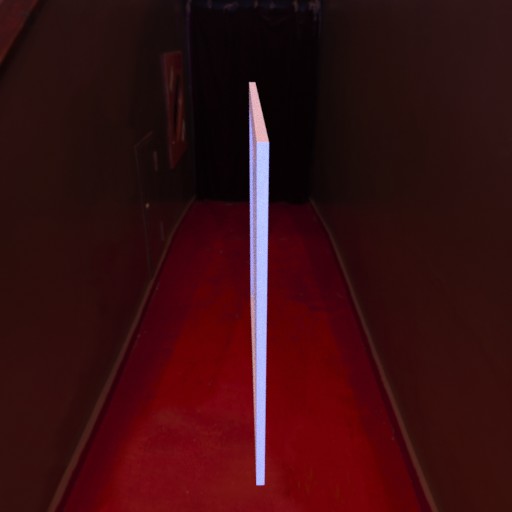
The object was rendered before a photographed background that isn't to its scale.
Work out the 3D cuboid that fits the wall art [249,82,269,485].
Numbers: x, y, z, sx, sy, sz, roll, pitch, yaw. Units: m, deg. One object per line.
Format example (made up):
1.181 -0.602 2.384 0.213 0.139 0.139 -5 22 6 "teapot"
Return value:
0.000 0.000 0.870 0.015 0.577 0.572 -1 27 -1 "wall art"
